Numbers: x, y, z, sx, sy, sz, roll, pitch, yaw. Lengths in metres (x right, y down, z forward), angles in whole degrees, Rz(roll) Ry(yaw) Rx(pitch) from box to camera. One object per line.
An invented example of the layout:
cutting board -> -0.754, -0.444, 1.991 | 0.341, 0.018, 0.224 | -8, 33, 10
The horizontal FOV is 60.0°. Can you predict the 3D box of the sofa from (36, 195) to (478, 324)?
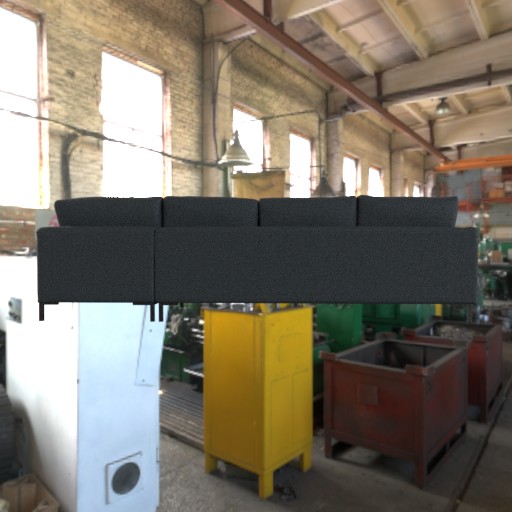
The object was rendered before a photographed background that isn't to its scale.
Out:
sofa -> 0.000, 0.000, 3.888 | 2.975, 0.858, 1.984 | 0, 1, 2
